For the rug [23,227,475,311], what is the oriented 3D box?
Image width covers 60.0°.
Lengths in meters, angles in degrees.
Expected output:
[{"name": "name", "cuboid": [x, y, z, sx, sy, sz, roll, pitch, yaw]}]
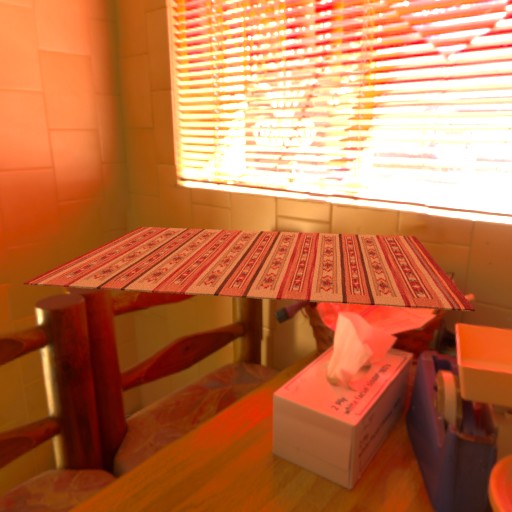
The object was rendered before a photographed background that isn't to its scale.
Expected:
[{"name": "rug", "cuboid": [0.000, 0.000, 2.329, 1.817, 0.008, 1.223, 3, 15, 9]}]
